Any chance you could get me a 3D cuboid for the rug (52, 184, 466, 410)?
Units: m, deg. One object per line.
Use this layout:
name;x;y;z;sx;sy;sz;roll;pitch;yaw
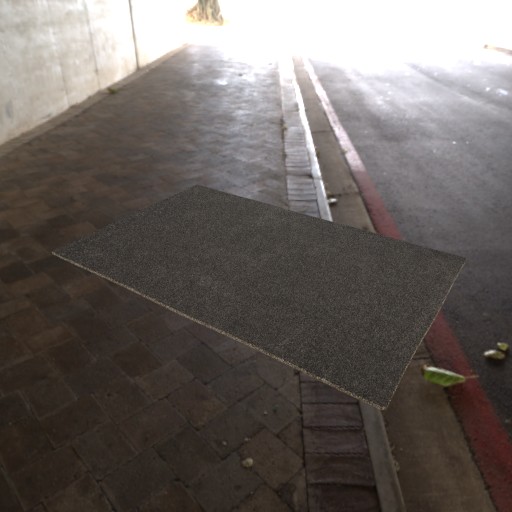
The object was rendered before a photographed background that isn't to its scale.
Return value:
rug;0.000;0.000;2.967;2.350;0.025;1.502;19;35;29
